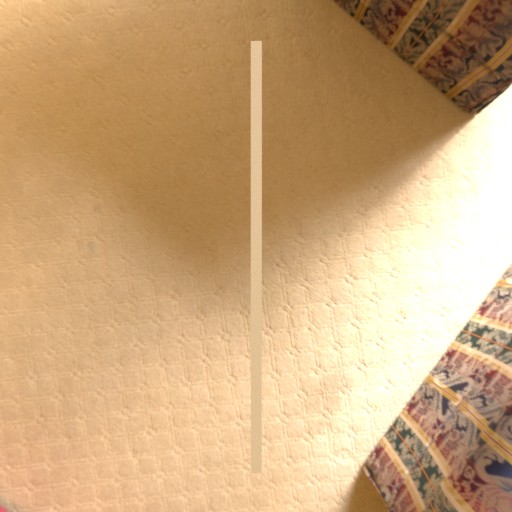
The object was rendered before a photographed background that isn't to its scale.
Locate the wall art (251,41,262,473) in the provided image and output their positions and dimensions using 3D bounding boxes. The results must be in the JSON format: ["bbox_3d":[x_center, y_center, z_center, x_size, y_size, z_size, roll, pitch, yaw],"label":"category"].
[{"bbox_3d":[0.000,0.000,0.772,0.012,0.557,0.482,0,90,0],"label":"wall art"}]
